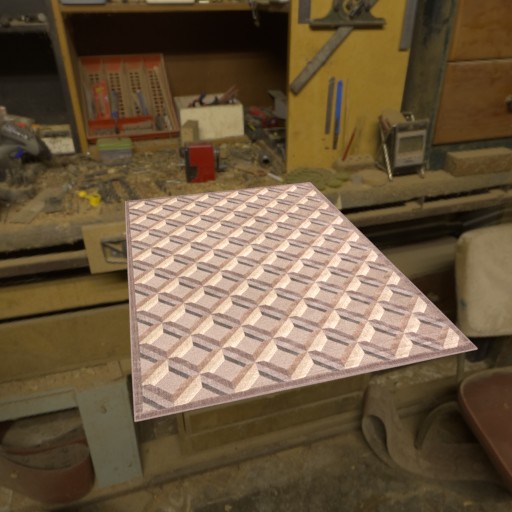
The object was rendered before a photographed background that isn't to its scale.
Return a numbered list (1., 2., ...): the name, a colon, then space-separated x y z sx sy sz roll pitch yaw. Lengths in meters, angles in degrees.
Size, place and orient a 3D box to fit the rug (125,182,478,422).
1. rug: 0.000 0.000 4.242 2.382 0.018 3.294 -8 32 -13
